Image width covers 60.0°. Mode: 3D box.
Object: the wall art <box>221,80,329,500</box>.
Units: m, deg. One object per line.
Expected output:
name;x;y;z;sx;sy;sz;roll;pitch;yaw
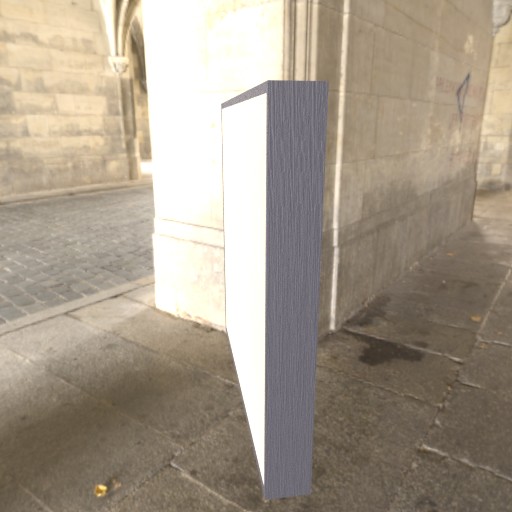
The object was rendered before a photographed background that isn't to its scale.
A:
wall art;0.000;0.000;0.443;0.036;0.300;0.302;-3;17;-9
